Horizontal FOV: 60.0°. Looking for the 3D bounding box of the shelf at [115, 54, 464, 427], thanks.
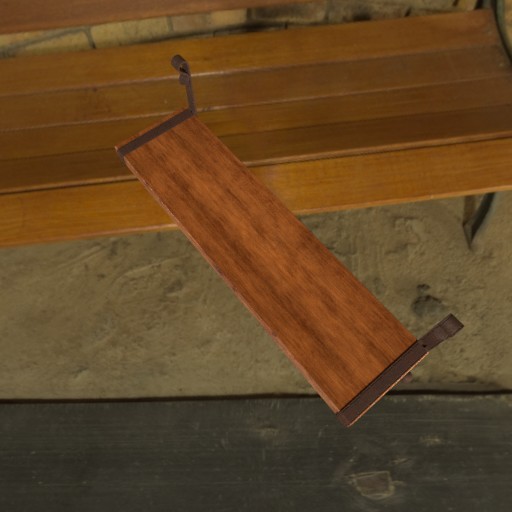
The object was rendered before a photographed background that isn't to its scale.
[{"bbox_3d":[0.000,0.000,0.687,0.146,0.330,0.567,-36,69,-16],"label":"shelf"}]
